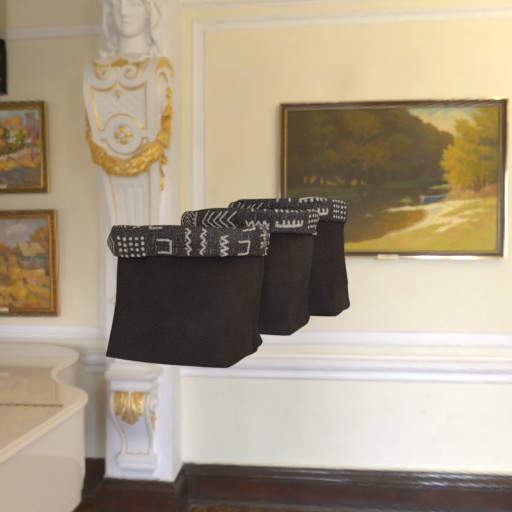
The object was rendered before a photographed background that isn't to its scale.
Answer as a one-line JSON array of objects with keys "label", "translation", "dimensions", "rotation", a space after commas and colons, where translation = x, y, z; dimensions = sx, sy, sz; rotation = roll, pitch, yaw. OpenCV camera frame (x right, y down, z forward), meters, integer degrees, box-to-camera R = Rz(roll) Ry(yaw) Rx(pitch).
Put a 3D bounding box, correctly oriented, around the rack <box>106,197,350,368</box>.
[{"label": "rack", "translation": [0.000, 0.000, 1.060], "dimensions": [0.379, 0.323, 0.905], "rotation": [0, 0, 18]}]
